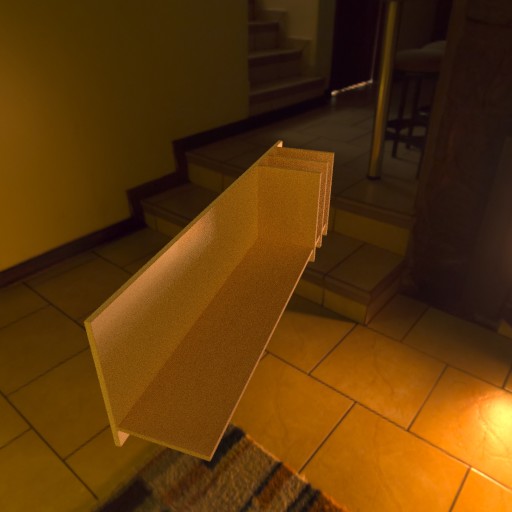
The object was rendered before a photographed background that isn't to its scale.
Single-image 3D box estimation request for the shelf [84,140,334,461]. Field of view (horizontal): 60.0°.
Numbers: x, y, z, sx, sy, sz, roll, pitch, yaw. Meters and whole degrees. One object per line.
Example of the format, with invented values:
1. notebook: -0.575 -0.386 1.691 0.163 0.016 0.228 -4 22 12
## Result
1. shelf: 0.000 0.000 1.144 0.200 0.300 1.020 10 32 17
